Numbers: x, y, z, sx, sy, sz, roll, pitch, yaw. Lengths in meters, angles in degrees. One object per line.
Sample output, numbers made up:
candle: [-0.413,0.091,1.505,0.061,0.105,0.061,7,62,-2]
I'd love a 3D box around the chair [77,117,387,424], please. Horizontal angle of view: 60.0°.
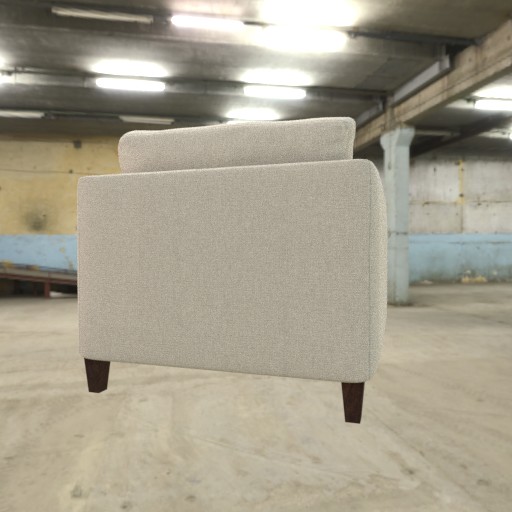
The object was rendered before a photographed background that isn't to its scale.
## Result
chair: [0.000,0.000,1.776,0.996,0.919,0.959,0,1,18]
